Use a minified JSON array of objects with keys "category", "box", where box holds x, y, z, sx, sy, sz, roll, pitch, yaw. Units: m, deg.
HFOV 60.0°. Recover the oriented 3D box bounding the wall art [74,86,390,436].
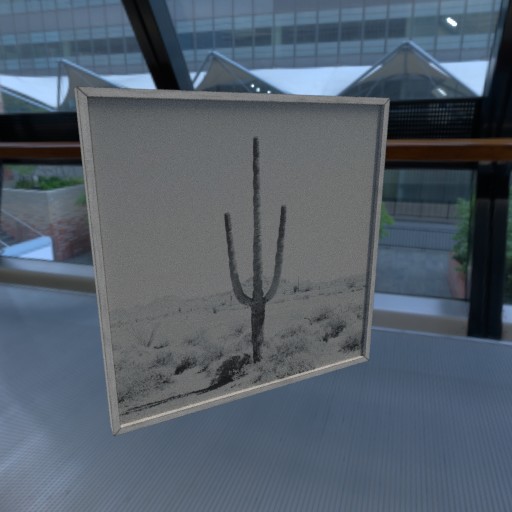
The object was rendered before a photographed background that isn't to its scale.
[{"category":"wall art","box":[0.000,0.000,1.106,0.762,0.762,0.038,-8,18,-26]}]
